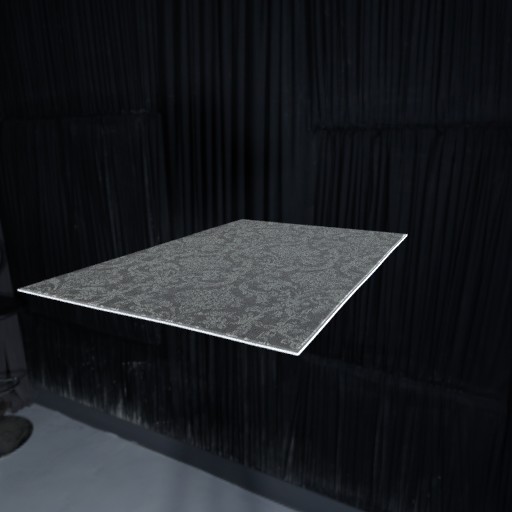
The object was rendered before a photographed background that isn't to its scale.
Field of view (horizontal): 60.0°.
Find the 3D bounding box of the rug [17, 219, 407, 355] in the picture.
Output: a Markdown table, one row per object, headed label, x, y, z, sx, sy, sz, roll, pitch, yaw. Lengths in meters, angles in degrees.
| label | x | y | z | sx | sy | sz | roll | pitch | yaw |
| --- | --- | --- | --- | --- | --- | --- | --- | --- | --- |
| rug | 0.000 | 0.000 | 3.439 | 1.819 | 0.018 | 2.746 | 7 | 16 | 26 |
